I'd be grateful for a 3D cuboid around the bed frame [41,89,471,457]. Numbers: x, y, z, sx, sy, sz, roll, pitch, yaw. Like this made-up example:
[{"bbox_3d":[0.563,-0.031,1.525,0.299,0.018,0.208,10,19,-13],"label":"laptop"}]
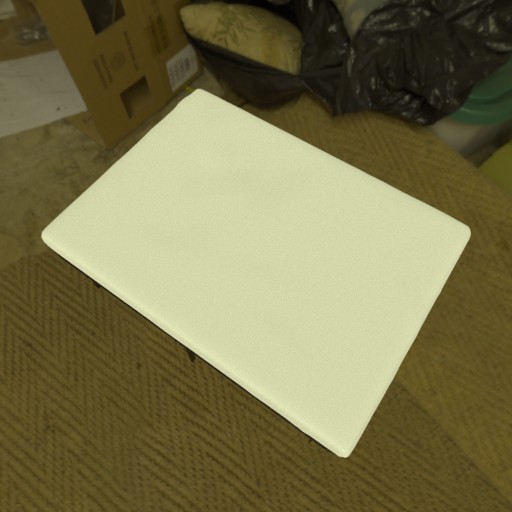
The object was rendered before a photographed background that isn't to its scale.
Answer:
[{"bbox_3d":[0.000,0.000,2.593,1.905,0.637,1.372,32,66,16],"label":"bed frame"}]
